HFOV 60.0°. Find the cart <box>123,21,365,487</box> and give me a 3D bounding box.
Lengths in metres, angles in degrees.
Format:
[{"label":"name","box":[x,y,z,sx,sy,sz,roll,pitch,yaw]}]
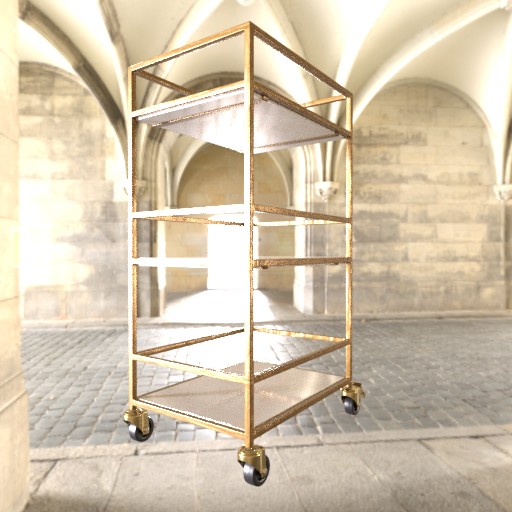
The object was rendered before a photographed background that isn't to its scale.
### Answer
[{"label":"cart","box":[0.000,0.000,0.988,0.332,0.761,0.483,0,1,36]}]
